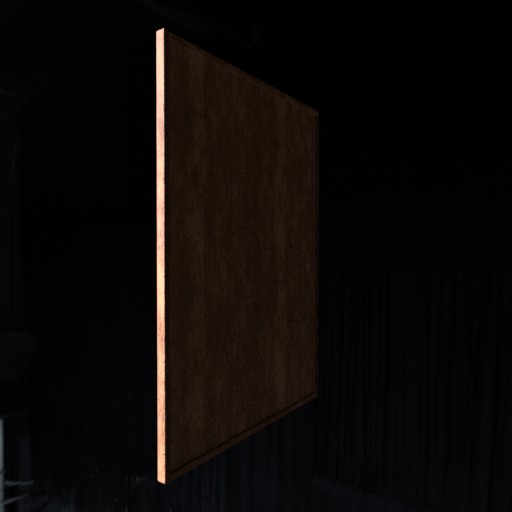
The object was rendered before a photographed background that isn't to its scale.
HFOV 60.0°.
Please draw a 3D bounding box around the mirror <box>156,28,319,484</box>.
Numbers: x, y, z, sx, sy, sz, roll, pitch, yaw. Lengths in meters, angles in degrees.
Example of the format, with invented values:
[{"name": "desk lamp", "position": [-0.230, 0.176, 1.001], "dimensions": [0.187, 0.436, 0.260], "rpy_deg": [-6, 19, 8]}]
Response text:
[{"name": "mirror", "position": [0.000, 0.000, 1.396], "dimensions": [0.028, 1.099, 0.796], "rpy_deg": [1, 1, 35]}]
